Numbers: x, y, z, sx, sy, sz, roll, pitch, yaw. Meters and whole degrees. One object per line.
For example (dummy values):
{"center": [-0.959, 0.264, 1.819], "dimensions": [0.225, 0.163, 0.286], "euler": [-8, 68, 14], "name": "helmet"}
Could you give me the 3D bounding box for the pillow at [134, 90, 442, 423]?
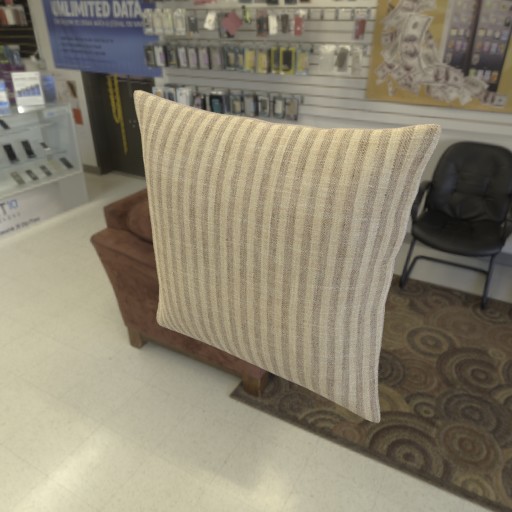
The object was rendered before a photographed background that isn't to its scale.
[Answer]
{"center": [0.000, 0.000, 0.775], "dimensions": [0.523, 0.510, 0.166], "euler": [17, 33, 28], "name": "pillow"}
